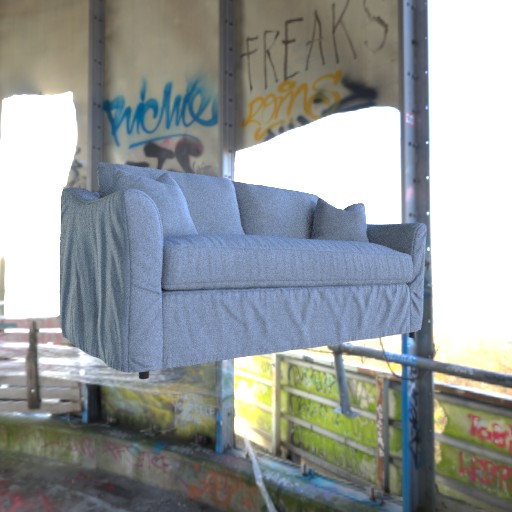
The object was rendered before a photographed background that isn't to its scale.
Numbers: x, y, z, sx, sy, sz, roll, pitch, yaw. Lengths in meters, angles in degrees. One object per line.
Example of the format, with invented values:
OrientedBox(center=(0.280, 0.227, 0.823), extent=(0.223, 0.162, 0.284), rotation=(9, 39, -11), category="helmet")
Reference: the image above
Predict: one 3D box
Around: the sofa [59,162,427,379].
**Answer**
OrientedBox(center=(0.000, 0.000, 2.660), extent=(2.010, 1.018, 1.072), rotation=(1, -2, -36), category="sofa")
